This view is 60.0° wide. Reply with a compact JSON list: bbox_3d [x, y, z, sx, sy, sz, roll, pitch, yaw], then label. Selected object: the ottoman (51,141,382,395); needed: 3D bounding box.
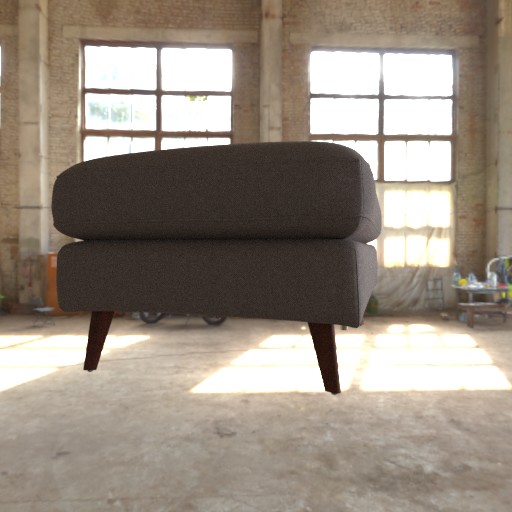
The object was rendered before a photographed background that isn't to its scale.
[{"bbox_3d":[0.000,0.000,1.130,0.608,0.449,0.811,0,1,17],"label":"ottoman"}]
